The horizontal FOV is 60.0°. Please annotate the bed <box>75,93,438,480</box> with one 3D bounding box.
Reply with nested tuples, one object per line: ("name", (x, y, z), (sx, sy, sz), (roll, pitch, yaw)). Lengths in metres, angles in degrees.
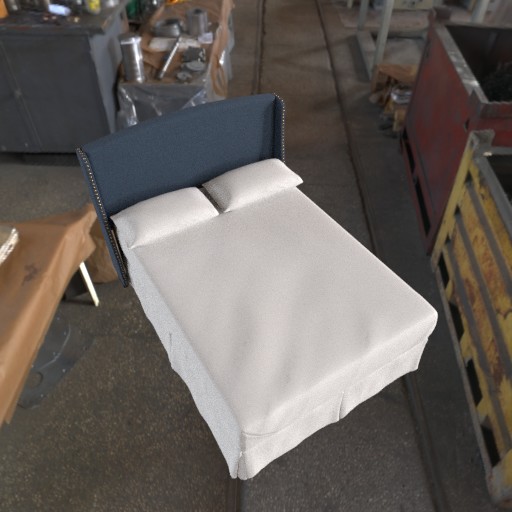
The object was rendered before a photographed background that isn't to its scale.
("bed", (0.000, 0.000, 3.285), (1.710, 1.407, 2.237), (-24, 50, -22))
